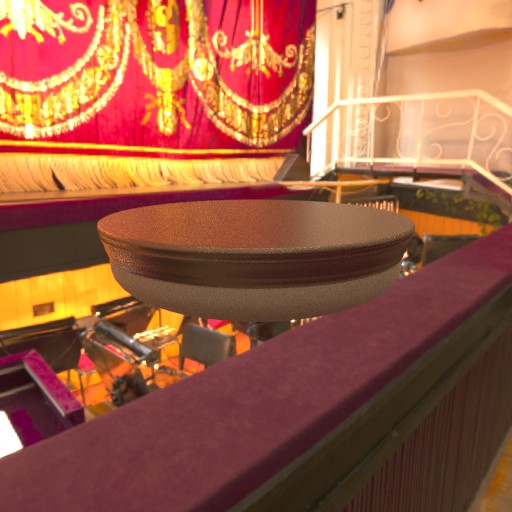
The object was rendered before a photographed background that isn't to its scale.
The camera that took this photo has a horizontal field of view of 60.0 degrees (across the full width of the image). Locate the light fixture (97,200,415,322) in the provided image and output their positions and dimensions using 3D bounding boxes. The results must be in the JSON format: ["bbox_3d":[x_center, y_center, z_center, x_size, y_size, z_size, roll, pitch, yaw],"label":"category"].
[{"bbox_3d":[0.000,0.000,0.553,0.368,0.100,0.368,0,13,0],"label":"light fixture"}]
